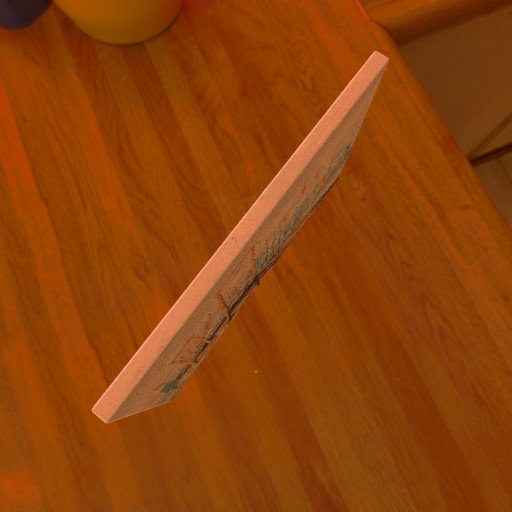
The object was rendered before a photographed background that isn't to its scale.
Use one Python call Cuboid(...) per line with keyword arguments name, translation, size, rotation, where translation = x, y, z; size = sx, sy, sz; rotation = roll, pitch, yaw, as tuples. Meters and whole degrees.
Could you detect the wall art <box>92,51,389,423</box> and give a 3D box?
Cuboid(name="wall art", translation=(0.000, 0.000, 1.151), size=(0.038, 0.609, 0.913), rotation=(36, 78, 9))
